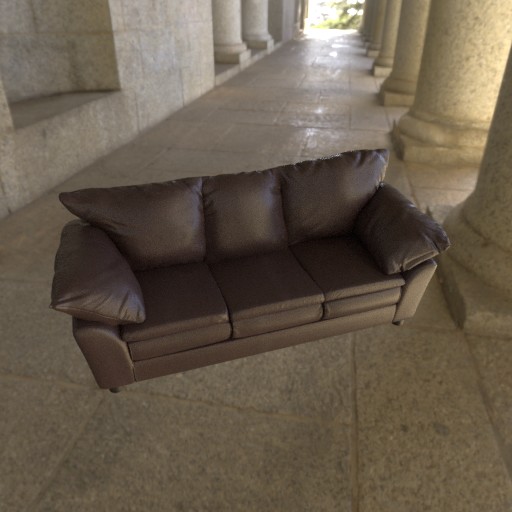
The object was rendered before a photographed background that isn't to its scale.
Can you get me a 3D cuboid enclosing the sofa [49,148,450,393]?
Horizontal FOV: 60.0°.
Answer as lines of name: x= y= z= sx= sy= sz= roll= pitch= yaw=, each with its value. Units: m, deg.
sofa: x=0.000 y=0.000 z=2.889 sx=2.390 sy=1.091 sz=0.907 roll=-10 pitch=31 yaw=-16
